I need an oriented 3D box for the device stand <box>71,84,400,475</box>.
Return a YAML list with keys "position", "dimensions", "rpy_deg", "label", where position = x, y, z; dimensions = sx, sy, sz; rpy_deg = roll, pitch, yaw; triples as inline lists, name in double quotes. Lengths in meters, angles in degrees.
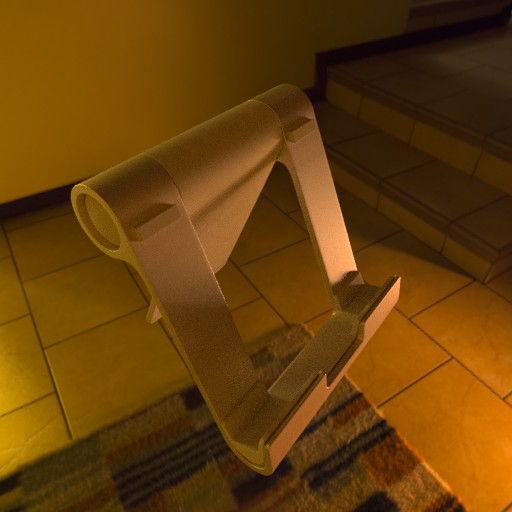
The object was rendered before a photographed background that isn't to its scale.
- position: [0.000, 0.000, 0.151]
  dimensions: [0.079, 0.084, 0.086]
  rpy_deg: [27, 48, 28]
  label: "device stand"
